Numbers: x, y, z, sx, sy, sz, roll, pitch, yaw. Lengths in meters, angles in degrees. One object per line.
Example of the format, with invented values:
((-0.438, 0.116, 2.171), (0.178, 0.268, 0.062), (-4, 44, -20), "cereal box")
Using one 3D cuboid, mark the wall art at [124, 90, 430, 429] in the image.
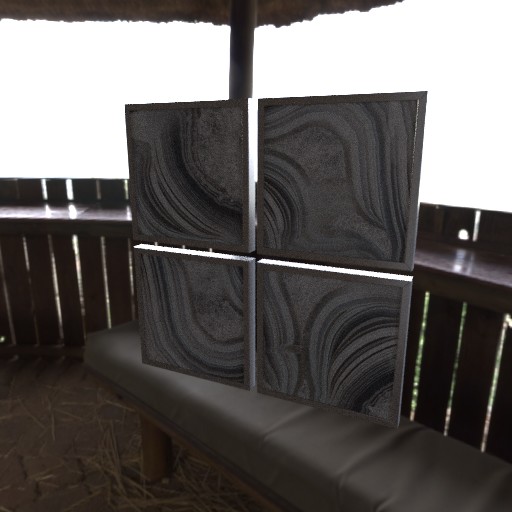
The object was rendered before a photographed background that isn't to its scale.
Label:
((0.000, 0.000, 0.910), (0.611, 0.611, 0.029), (7, 16, 24), "wall art")
